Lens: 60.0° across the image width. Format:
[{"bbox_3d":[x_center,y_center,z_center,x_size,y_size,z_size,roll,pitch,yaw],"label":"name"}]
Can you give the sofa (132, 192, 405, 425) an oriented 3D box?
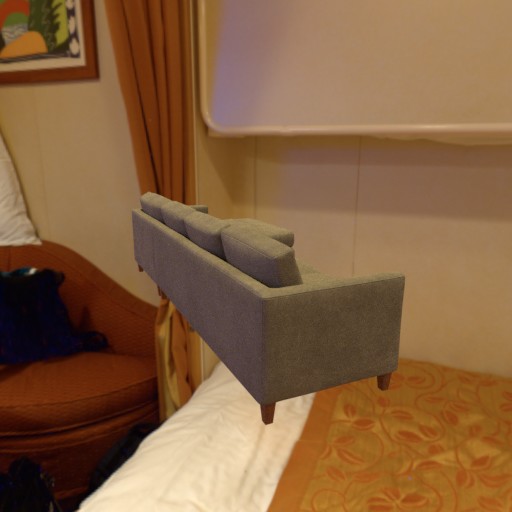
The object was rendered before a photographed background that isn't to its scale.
[{"bbox_3d":[0.000,0.000,4.030,1.604,0.950,3.471,-6,15,-25],"label":"sofa"}]
